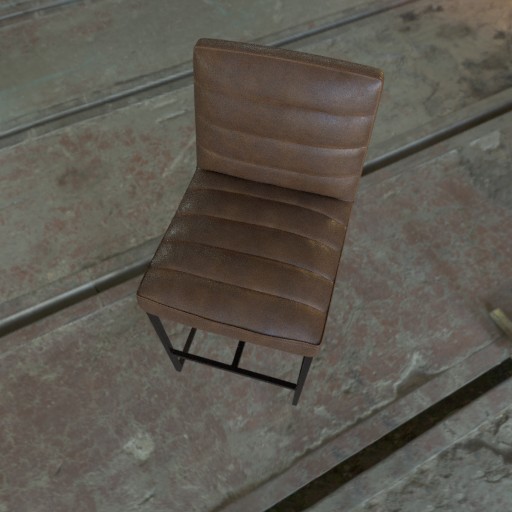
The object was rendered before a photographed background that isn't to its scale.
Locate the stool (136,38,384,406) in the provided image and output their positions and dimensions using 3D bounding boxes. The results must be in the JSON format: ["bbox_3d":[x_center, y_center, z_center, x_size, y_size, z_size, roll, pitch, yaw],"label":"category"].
[{"bbox_3d":[0.000,0.000,1.261,0.463,0.942,0.562,14,60,8],"label":"stool"}]
